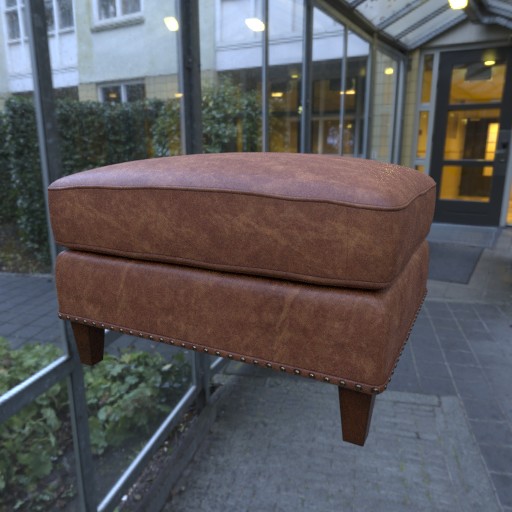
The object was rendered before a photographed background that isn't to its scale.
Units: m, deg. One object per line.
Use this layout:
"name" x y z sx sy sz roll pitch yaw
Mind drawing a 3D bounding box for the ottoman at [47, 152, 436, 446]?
"ottoman" 0.000 0.000 1.068 0.742 0.486 0.586 7 15 26
